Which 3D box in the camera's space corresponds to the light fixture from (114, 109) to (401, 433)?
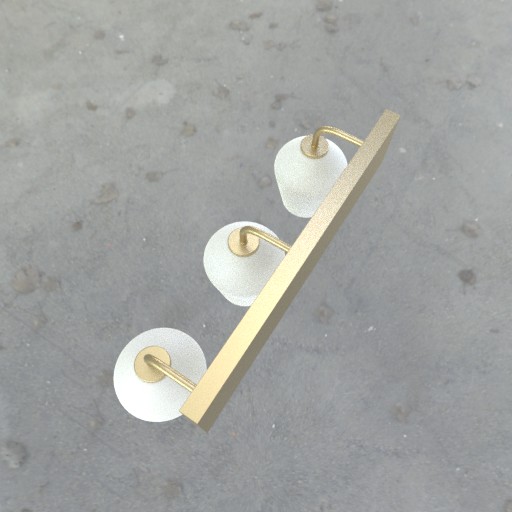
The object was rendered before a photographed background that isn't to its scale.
[{"bbox_3d":[0.000,0.000,0.733,0.190,0.280,0.609,30,67,14],"label":"light fixture"}]
